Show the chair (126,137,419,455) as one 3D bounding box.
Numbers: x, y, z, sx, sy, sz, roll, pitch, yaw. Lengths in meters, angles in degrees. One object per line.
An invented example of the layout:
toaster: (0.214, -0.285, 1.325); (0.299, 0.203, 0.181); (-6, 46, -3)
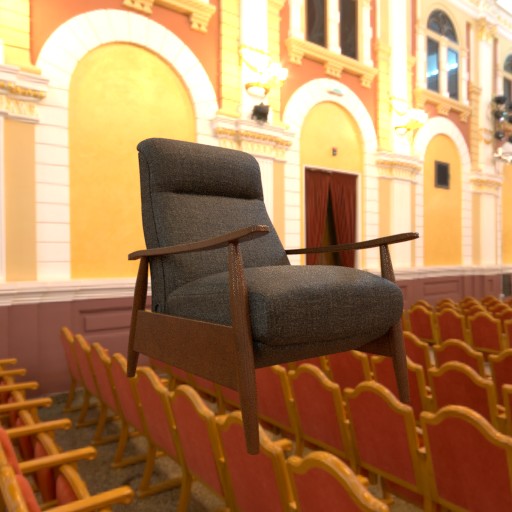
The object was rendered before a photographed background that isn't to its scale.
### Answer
chair: (0.000, 0.000, 1.811); (0.762, 1.082, 1.014); (0, 1, -36)
